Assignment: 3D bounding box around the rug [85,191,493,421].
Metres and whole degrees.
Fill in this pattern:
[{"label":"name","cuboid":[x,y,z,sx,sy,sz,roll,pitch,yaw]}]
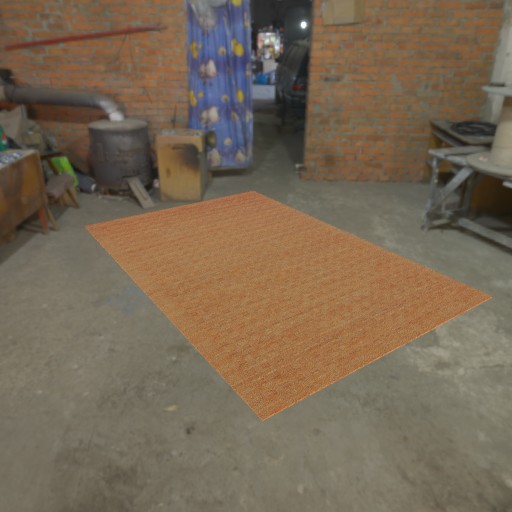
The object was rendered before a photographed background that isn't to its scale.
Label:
[{"label":"rug","cuboid":[0.000,0.000,2.849,1.524,0.006,2.285,-17,30,-31]}]
